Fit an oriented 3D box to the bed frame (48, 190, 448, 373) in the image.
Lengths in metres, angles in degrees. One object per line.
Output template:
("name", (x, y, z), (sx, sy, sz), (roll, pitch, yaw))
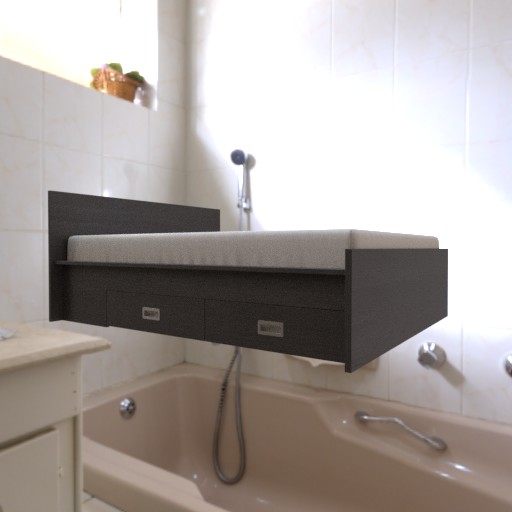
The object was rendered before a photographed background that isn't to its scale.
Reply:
("bed frame", (0.000, 0.000, 2.814), (1.960, 0.800, 1.622), (1, 1, 35))
